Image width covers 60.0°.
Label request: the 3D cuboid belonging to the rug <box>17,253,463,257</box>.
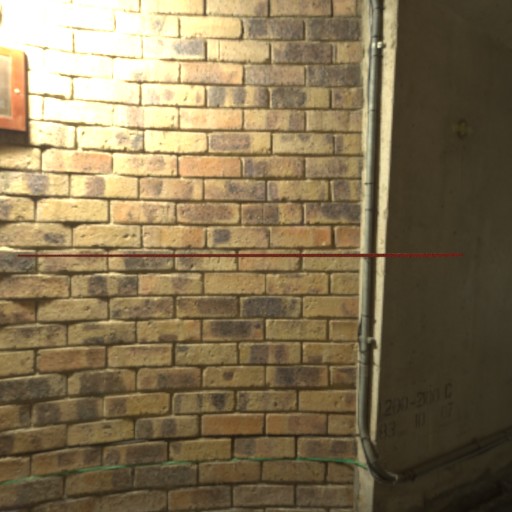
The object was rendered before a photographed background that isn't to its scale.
[{"bbox_3d":[0.000,0.000,2.825,2.211,0.013,1.593,0,0,18],"label":"rug"}]
